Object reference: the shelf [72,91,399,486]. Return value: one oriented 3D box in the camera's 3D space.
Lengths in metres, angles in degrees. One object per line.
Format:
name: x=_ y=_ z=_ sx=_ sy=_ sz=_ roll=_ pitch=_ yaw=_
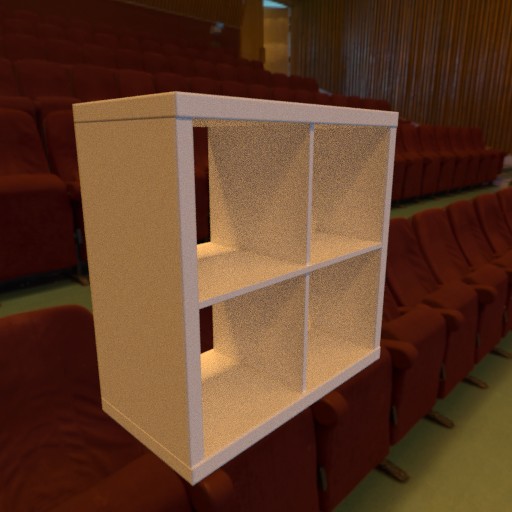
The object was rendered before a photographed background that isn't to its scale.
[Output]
shelf: x=0.000 y=0.000 z=1.244 sx=0.390 sy=0.786 sz=0.790 roll=14 pitch=20 yaw=42
